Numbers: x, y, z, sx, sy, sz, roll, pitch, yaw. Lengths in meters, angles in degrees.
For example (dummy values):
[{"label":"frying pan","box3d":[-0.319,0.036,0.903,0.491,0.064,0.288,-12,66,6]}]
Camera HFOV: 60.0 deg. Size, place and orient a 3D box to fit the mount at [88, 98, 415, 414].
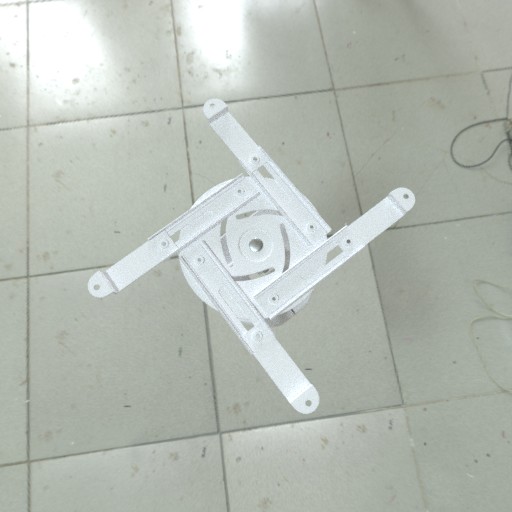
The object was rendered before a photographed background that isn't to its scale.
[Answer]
[{"label":"mount","box3d":[0.000,0.000,0.614,0.394,0.141,0.394,-36,78,-9]}]
